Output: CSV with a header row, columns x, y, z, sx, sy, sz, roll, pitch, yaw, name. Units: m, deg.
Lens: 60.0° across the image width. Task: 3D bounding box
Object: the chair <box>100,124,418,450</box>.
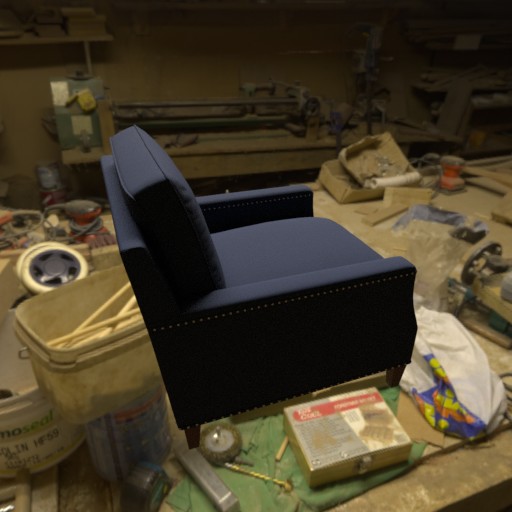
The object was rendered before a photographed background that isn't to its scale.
x,y,z,sx,sy,sz,roll,pitch,yaw,name
0.000,0.000,1.726,1.014,0.943,0.853,-10,31,-18,chair
